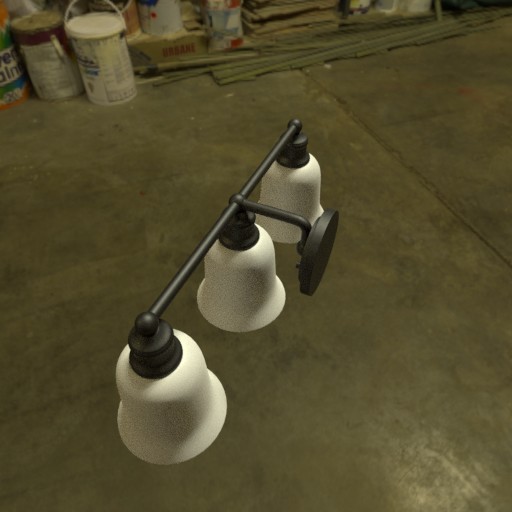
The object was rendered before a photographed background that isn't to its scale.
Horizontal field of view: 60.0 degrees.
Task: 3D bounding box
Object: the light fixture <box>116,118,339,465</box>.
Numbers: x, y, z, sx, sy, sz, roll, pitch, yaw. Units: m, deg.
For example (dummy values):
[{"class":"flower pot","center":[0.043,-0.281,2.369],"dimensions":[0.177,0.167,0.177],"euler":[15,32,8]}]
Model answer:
[{"class":"light fixture","center":[0.000,0.000,0.645],"dimensions":[0.198,0.211,0.570],"euler":[18,49,17]}]
